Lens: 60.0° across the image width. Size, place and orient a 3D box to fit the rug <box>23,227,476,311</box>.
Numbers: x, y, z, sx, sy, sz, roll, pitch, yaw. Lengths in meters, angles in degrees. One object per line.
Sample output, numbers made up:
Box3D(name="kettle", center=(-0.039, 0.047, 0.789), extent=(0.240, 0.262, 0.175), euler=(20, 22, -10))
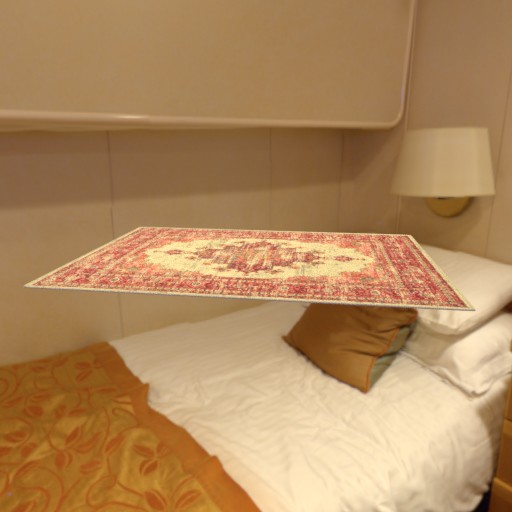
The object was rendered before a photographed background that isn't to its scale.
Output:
Box3D(name="rug", center=(0.000, 0.000, 3.726), extent=(2.878, 0.014, 2.005), euler=(2, 15, 8))
